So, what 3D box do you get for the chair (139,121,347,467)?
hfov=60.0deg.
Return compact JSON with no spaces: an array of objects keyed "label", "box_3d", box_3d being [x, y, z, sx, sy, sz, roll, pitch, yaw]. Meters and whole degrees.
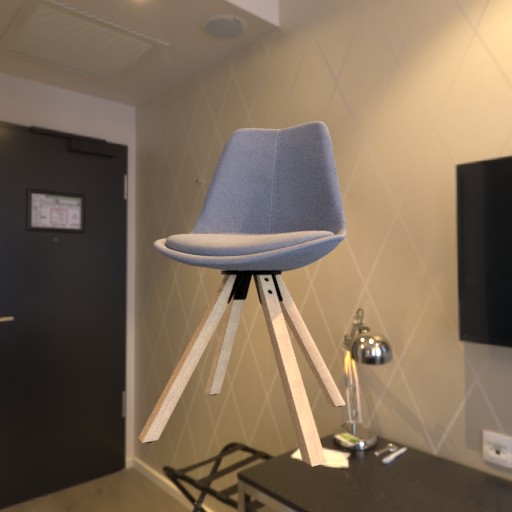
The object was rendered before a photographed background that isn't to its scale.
[{"label":"chair","box_3d":[0.000,0.000,1.197,0.474,0.863,0.549,0,-1,18]}]
